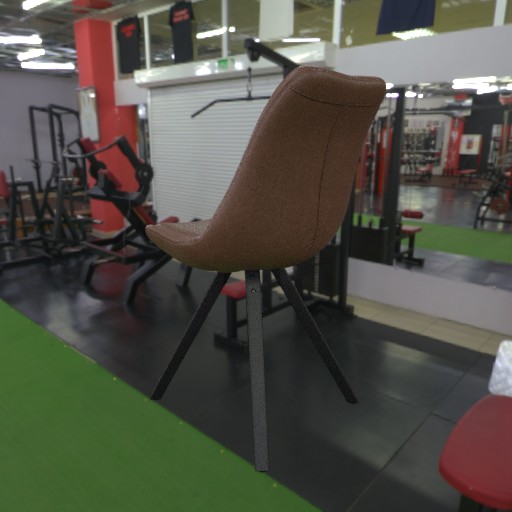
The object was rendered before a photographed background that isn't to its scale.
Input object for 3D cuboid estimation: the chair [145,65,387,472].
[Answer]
[{"bbox_3d":[0.000,0.000,1.157,0.550,0.850,0.475,14,21,43],"label":"chair"}]
